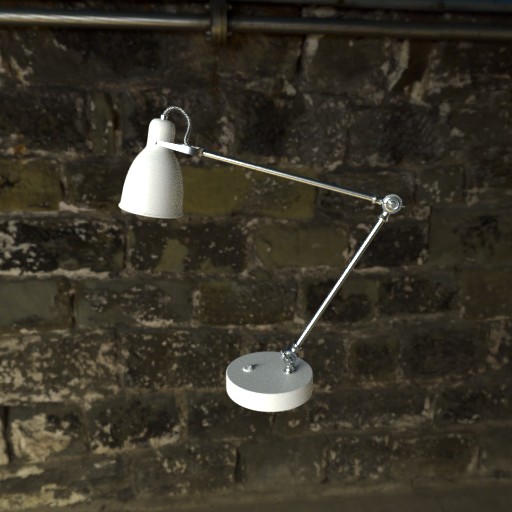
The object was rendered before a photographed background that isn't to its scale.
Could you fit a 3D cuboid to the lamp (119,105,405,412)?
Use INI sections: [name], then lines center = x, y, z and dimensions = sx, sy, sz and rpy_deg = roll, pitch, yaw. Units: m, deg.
[lamp]
center = 0.000, 0.000, 0.900
dimensions = 0.561, 0.587, 0.187
rpy_deg = 2, 14, 8
